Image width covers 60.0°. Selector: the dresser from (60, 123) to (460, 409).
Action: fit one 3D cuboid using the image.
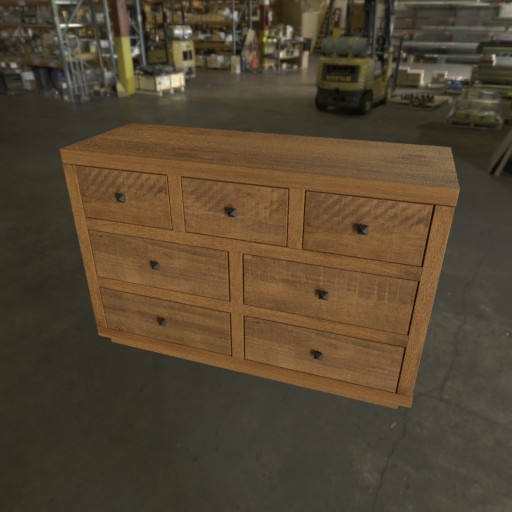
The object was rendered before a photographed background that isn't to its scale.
[{"bbox_3d":[0.000,0.000,1.697,1.261,0.825,0.479,9,30,16],"label":"dresser"}]
